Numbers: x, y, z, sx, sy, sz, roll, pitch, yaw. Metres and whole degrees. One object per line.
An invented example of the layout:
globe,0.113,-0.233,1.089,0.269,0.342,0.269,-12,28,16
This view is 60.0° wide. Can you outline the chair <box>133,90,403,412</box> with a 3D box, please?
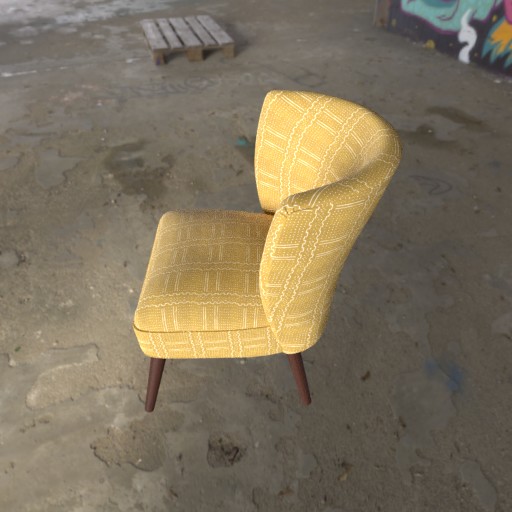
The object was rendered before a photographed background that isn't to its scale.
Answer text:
chair,0.000,0.000,1.436,0.758,0.866,0.706,-1,40,-1
